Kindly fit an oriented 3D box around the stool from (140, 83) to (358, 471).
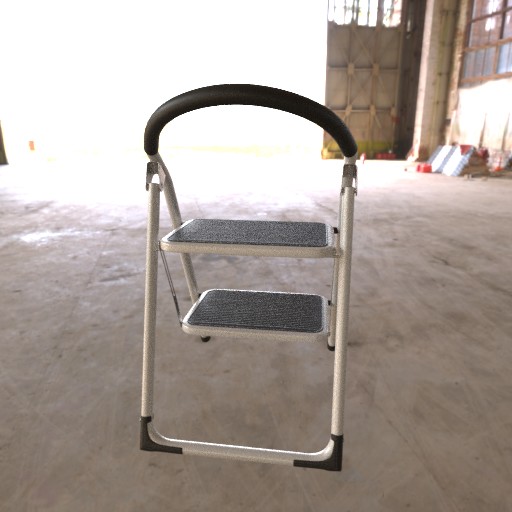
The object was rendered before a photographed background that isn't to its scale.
[{"bbox_3d":[0.000,0.000,1.100,0.453,0.760,0.559,2,17,8],"label":"stool"}]
